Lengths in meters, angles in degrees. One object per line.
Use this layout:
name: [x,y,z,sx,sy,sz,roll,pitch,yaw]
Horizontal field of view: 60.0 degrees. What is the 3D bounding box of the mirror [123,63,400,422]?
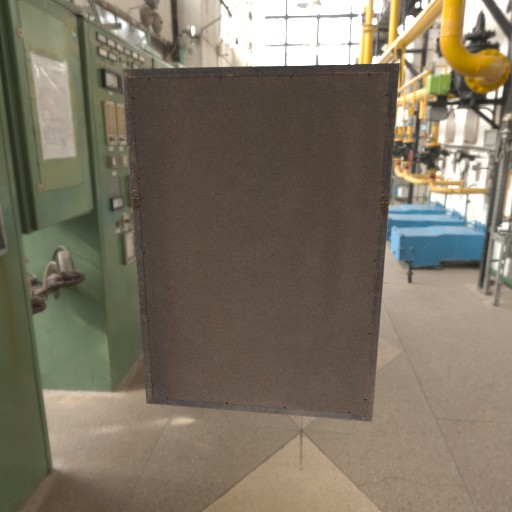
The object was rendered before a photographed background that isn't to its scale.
mirror: [0.000,0.000,1.253,0.705,0.996,0.025,2,15,8]
